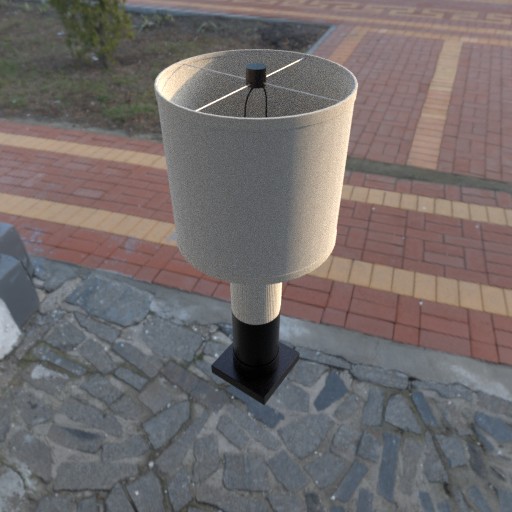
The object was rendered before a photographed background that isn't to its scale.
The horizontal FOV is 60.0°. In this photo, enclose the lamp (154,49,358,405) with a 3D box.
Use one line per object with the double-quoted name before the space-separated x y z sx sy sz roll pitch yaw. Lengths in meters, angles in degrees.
"lamp" 0.000 0.000 0.619 0.211 0.509 0.211 24 46 26
